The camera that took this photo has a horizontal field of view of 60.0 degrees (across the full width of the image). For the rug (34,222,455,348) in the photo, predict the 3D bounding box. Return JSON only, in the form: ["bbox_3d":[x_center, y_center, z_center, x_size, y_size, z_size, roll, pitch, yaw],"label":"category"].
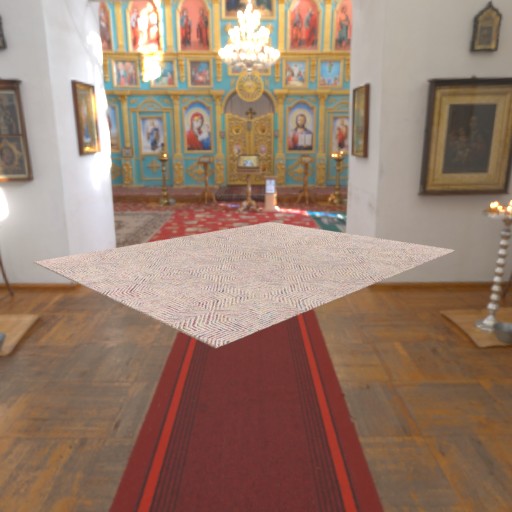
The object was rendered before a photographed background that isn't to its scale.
[{"bbox_3d":[0.000,0.000,4.079,2.442,0.008,3.046,13,19,43],"label":"rug"}]
